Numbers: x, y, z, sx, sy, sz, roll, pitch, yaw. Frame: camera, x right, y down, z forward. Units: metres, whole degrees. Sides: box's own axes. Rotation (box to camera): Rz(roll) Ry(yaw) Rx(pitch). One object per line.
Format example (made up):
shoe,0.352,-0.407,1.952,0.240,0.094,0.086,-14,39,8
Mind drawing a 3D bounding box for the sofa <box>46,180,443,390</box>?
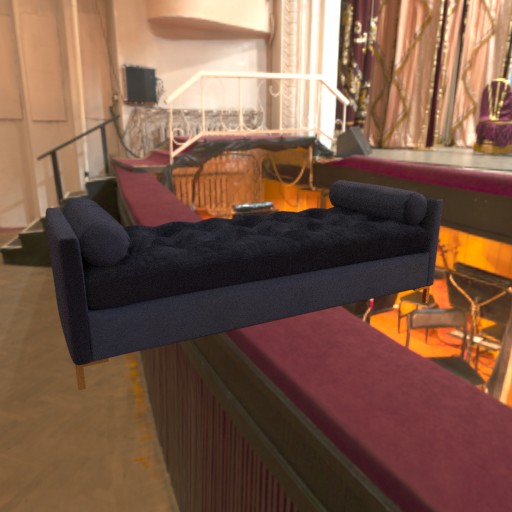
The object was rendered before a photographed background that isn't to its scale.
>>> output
sofa,0.000,0.000,2.526,2.102,0.705,0.796,-8,18,-27
